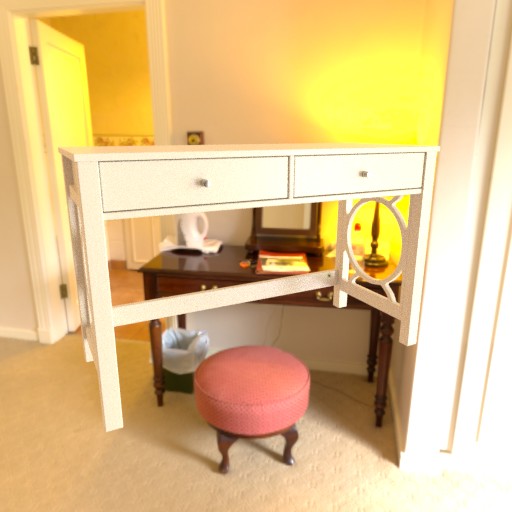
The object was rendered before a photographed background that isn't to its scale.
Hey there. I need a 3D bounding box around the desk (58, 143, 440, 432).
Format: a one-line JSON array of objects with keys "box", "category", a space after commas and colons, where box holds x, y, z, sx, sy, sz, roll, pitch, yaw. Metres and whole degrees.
[{"box": [0.000, 0.000, 1.589, 1.191, 0.762, 0.504, -8, 18, -26], "category": "desk"}]
